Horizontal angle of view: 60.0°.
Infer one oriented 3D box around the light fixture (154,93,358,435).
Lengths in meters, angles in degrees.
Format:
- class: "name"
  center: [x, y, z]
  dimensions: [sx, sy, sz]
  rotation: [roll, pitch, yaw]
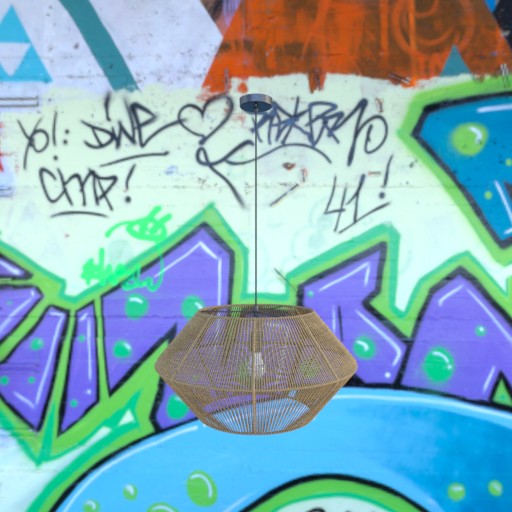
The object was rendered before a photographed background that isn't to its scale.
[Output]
- class: "light fixture"
  center: [0.000, 0.000, 1.429]
  dimensions: [0.643, 1.009, 0.643]
  rotation: [0, 0, 0]
